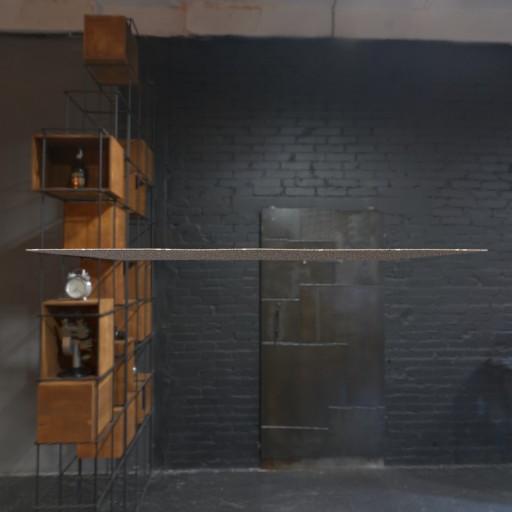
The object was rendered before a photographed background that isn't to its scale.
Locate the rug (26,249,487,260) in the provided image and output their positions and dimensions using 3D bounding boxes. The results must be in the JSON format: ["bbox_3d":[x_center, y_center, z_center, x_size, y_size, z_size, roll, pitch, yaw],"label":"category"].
[{"bbox_3d":[0.000,0.000,2.787,2.135,0.013,1.524,0,-2,-1],"label":"rug"}]
